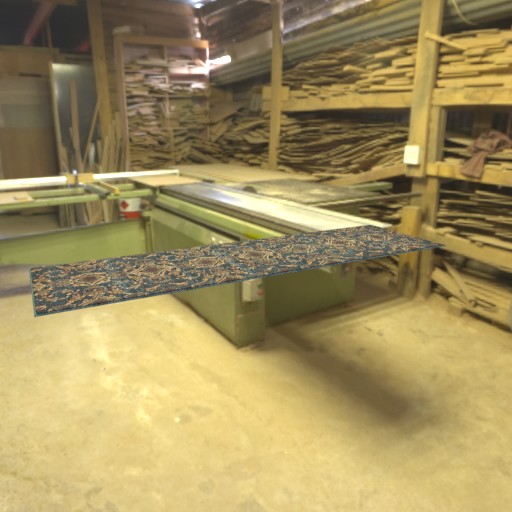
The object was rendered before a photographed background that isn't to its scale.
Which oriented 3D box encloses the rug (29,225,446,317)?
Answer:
[{"bbox_3d":[0.000,0.000,2.513,2.292,0.014,0.685,-8,18,-27],"label":"rug"}]
